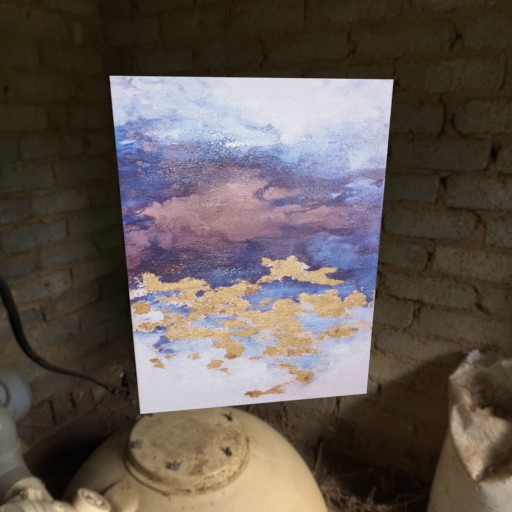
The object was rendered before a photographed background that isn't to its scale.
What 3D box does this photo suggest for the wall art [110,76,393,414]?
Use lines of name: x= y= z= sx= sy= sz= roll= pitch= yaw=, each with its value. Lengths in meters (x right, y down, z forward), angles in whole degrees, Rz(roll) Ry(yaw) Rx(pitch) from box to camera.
wall art: x=0.000 y=0.000 z=0.779 sx=0.437 sy=0.581 sz=0.036 roll=-3 pitch=17 yaw=-8
